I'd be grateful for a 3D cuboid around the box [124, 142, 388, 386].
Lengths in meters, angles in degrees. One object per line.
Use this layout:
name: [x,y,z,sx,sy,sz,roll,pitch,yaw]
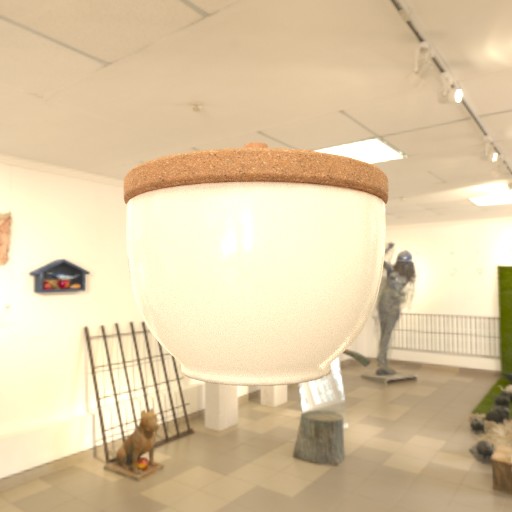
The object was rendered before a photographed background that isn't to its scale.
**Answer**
box: [0.000,0.000,0.186,0.107,0.094,0.107,0,-3,0]
